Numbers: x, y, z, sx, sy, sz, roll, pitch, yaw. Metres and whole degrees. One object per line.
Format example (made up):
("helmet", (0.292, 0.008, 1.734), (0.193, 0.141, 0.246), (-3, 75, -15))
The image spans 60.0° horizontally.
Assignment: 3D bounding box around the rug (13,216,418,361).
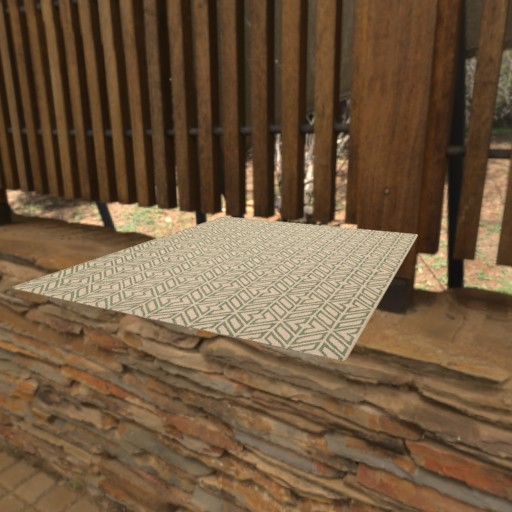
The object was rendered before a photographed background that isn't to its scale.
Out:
("rug", (0.000, 0.000, 4.002), (2.441, 0.017, 3.050), (7, 17, 25))
